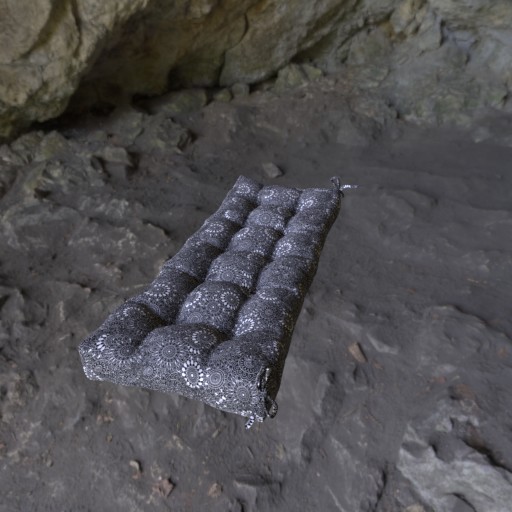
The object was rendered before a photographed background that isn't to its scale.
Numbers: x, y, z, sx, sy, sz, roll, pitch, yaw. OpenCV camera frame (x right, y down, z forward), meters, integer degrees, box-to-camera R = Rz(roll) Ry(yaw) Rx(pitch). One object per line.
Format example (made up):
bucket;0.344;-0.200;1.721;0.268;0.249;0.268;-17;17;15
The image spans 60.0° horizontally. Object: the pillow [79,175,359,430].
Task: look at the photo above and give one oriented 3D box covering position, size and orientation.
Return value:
pillow;0.000;0.000;1.379;0.511;0.174;1.194;9;32;15
